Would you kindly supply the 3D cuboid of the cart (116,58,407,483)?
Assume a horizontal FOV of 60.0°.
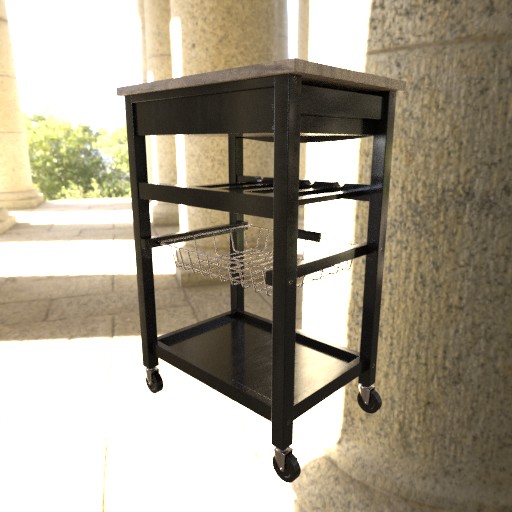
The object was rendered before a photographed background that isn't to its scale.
[{"bbox_3d":[0.000,0.000,1.154,0.584,0.839,0.403,13,19,42],"label":"cart"}]
